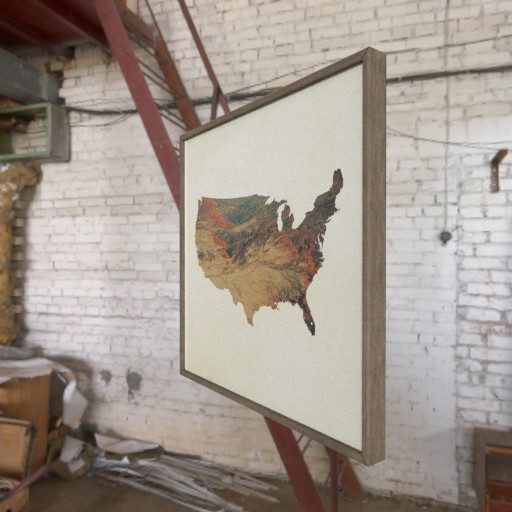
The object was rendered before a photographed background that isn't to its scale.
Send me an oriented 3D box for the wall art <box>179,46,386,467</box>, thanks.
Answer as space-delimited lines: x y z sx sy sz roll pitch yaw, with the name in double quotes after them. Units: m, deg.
0.000 0.000 1.106 0.050 0.751 0.749 0 1 -36 "wall art"
